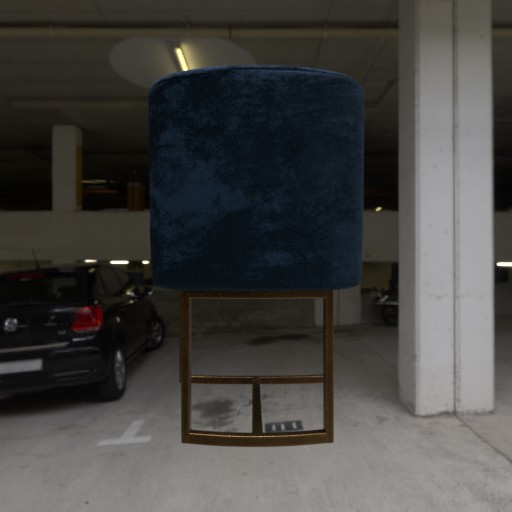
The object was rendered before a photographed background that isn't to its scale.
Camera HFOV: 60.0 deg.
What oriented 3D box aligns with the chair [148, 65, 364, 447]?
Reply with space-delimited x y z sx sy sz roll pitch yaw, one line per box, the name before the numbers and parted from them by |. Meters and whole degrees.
chair | 0.000 0.000 1.209 0.530 0.824 0.560 0 0 0
